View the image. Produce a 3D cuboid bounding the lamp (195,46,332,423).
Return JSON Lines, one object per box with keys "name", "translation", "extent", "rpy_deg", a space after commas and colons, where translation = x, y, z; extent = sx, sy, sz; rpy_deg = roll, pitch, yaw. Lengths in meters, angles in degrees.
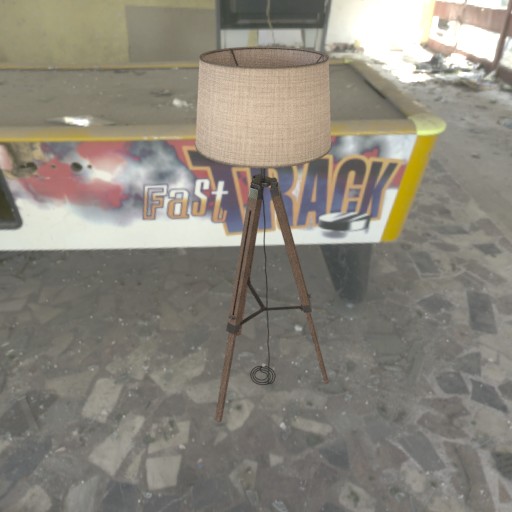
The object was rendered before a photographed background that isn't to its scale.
{"name": "lamp", "translation": [0.000, 0.000, 1.827], "extent": [0.604, 1.510, 0.587], "rpy_deg": [21, 38, 30]}
